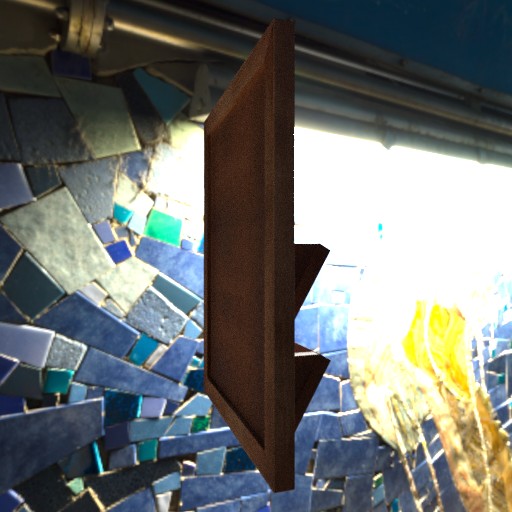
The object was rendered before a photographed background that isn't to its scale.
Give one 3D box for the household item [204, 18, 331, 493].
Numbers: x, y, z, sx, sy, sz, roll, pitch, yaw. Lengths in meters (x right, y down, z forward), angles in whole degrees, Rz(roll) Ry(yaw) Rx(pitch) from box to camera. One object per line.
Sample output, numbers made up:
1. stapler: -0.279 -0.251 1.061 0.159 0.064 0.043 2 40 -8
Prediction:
1. household item: 0.000 0.000 0.536 0.067 0.407 0.310 0 0 -18
